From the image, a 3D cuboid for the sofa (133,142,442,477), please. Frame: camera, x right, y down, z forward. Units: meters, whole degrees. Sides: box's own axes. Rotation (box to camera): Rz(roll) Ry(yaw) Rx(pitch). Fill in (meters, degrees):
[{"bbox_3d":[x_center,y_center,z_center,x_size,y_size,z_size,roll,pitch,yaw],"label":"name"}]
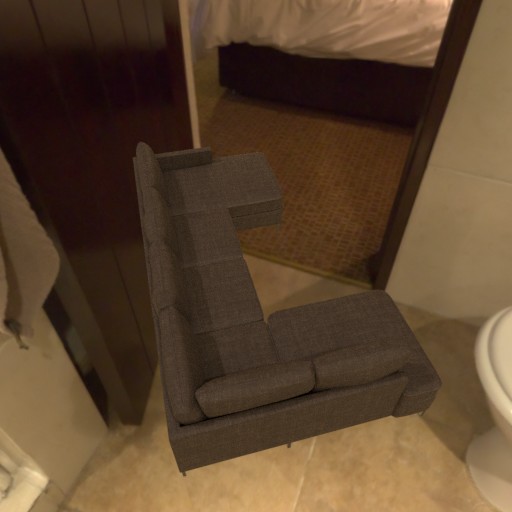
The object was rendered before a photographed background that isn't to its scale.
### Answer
[{"bbox_3d":[0.000,0.000,4.318,2.048,0.999,3.423,-11,47,-10],"label":"sofa"}]
